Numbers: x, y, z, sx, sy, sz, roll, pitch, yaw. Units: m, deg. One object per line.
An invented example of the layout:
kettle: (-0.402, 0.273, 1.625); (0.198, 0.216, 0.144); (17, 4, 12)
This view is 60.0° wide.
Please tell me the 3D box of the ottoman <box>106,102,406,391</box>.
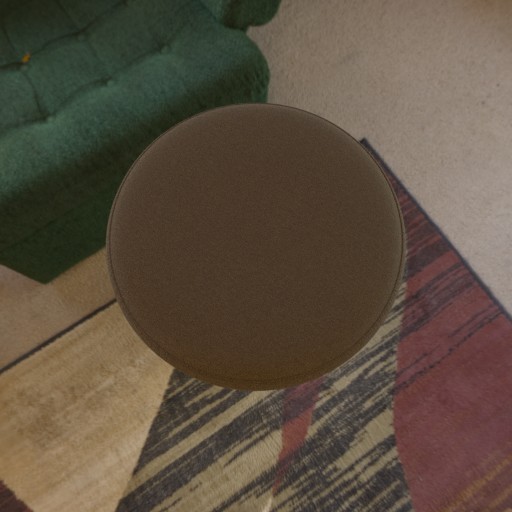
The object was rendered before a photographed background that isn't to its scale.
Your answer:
ottoman: (0.000, 0.000, 1.049); (0.608, 0.433, 0.608); (0, 74, 0)
